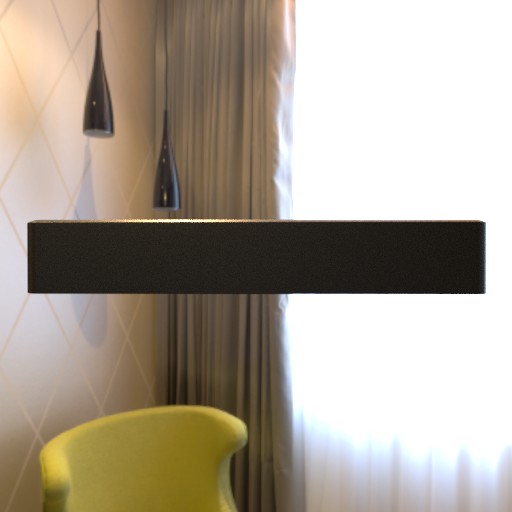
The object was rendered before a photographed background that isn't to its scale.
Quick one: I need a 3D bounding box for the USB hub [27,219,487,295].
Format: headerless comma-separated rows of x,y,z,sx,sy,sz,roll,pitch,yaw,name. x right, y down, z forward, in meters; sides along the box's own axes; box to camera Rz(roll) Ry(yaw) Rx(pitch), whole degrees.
0.000,0.000,0.158,0.145,0.023,0.044,0,1,1,USB hub
